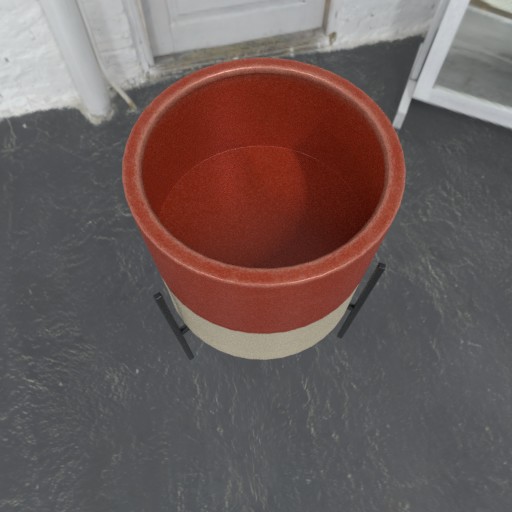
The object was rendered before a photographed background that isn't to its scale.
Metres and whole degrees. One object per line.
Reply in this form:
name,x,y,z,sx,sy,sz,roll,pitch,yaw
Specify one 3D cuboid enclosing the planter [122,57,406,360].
planter,0.000,0.000,0.520,0.251,0.354,0.235,-36,69,-16
